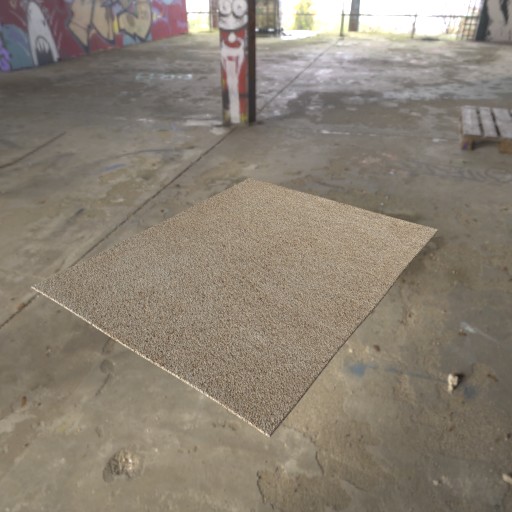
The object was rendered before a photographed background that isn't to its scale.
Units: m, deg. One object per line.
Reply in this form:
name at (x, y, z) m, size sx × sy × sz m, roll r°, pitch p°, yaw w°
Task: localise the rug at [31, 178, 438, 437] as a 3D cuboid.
rug at (0.000, 0.000, 4.088) m, size 2.400 × 0.025 × 3.000 m, roll 21°, pitch 37°, yaw 30°
